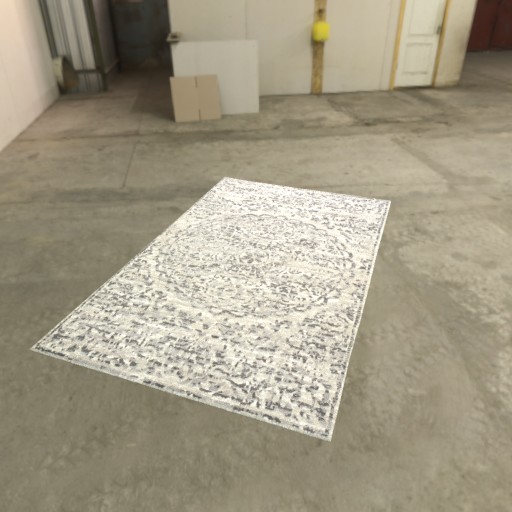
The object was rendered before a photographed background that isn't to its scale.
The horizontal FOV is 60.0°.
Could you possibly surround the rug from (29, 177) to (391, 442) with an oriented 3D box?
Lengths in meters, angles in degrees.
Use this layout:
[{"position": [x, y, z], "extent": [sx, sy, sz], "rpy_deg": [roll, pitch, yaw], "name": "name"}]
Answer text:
[{"position": [0.000, 0.000, 2.974], "extent": [1.527, 0.021, 2.447], "rpy_deg": [11, 33, 17], "name": "rug"}]
